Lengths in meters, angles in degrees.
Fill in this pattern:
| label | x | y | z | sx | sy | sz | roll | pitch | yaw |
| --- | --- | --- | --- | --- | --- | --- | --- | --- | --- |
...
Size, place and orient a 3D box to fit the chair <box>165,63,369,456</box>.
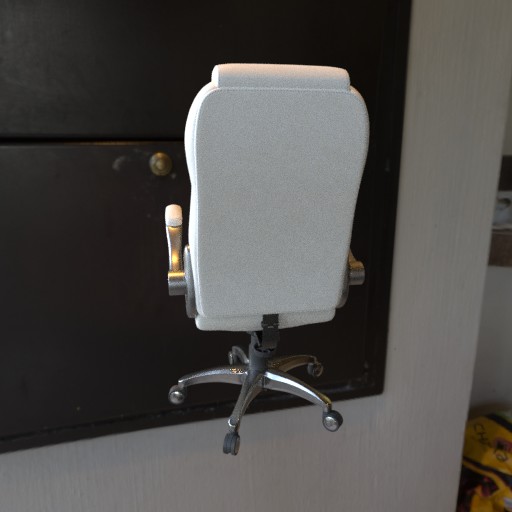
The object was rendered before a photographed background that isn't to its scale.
| label | x | y | z | sx | sy | sz | roll | pitch | yaw |
| --- | --- | --- | --- | --- | --- | --- | --- | --- | --- |
| chair | 0.000 | 0.000 | 1.790 | 0.755 | 1.330 | 0.806 | -3 | 14 | -10 |
